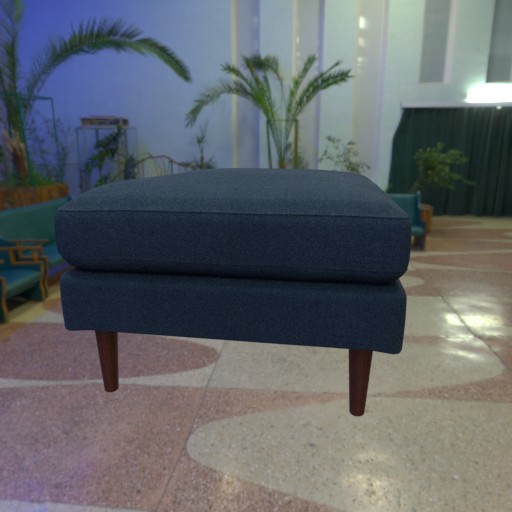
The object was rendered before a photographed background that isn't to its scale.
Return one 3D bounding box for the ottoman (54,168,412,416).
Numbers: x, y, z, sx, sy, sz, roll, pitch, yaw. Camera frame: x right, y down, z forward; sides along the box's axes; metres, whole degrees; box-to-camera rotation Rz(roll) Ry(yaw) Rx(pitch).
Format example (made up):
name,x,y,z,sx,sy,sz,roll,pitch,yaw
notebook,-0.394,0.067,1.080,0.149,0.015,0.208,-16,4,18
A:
name,x,y,z,sx,sy,sz,roll,pitch,yaw
ottoman,0.000,0.000,1.239,0.693,0.474,0.821,2,14,9
